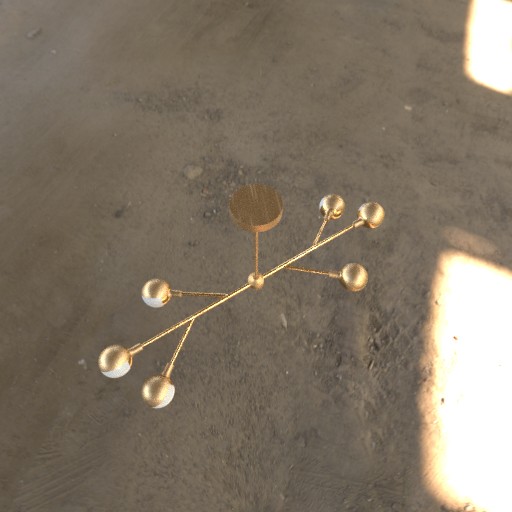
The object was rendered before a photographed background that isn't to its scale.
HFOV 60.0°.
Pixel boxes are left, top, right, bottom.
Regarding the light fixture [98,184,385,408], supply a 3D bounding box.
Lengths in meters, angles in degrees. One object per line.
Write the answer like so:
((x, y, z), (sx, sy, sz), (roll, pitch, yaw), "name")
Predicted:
((0.000, 0.000, 0.983), (0.778, 0.362, 0.434), (-15, 59, -9), "light fixture")
